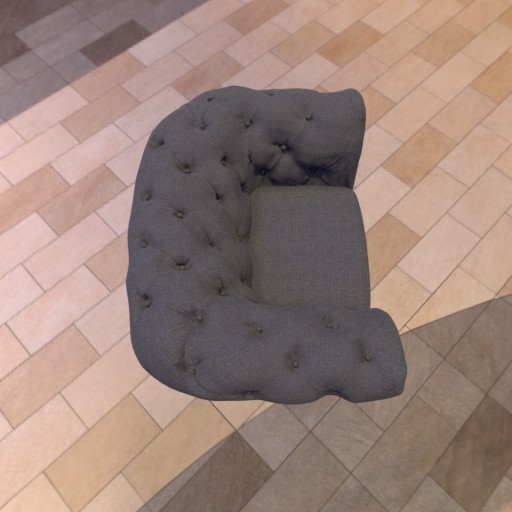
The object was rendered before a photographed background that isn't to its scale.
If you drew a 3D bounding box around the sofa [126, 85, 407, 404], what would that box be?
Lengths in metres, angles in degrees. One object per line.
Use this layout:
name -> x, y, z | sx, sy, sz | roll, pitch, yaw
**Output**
sofa -> 0.000, 0.000, 2.063 | 1.032, 0.878, 1.405 | -1, 64, 0
